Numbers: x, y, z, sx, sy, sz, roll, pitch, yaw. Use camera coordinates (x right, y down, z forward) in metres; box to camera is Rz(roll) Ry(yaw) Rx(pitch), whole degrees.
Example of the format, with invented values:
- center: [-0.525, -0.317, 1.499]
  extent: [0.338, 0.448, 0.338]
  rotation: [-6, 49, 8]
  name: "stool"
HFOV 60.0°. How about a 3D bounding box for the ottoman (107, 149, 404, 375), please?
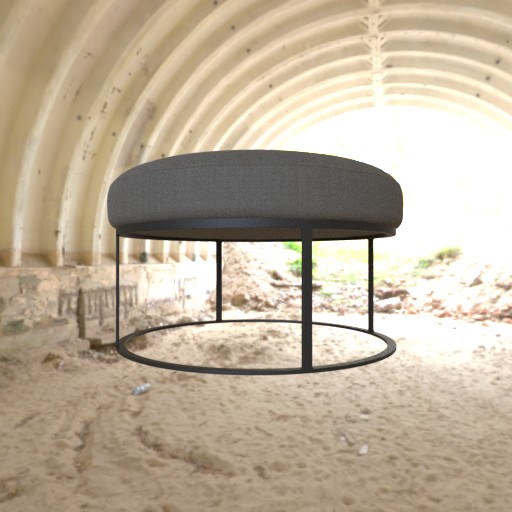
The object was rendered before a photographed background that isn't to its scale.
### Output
- center: [0.000, 0.000, 1.211]
  extent: [0.772, 0.460, 0.772]
  rotation: [0, 0, 0]
  name: "ottoman"
